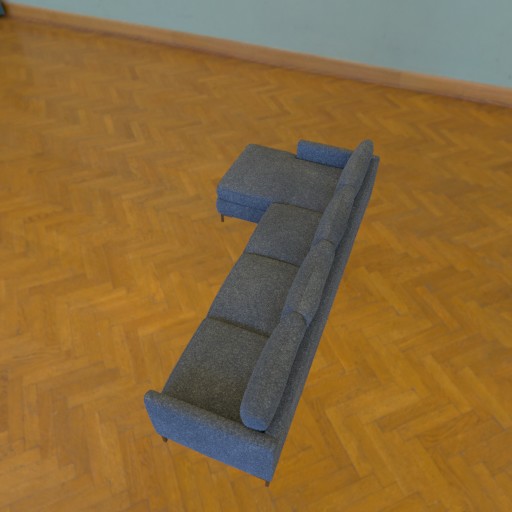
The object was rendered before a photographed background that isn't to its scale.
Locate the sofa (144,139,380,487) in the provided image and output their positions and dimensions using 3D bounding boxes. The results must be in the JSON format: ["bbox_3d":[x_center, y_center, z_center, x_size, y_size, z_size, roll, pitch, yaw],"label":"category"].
[{"bbox_3d":[0.000,0.000,3.503,1.350,0.810,2.932,16,49,15],"label":"sofa"}]
